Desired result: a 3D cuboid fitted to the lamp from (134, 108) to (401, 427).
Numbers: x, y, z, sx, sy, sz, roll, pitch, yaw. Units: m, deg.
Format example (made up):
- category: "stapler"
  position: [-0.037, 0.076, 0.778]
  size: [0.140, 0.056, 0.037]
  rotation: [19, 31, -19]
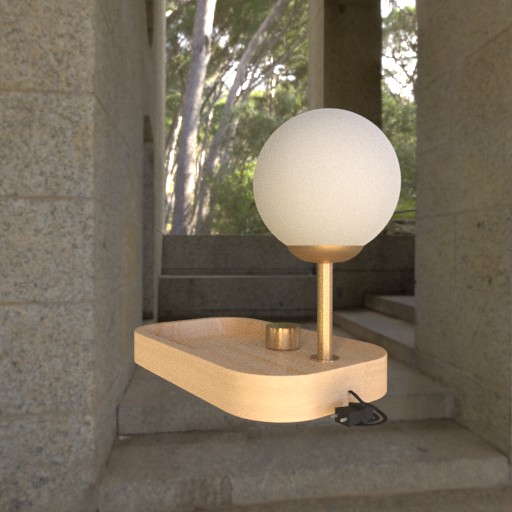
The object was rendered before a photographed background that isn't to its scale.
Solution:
- category: "lamp"
  position: [0.000, 0.000, 0.468]
  size: [0.173, 0.253, 0.331]
  rotation: [-1, 1, -37]
